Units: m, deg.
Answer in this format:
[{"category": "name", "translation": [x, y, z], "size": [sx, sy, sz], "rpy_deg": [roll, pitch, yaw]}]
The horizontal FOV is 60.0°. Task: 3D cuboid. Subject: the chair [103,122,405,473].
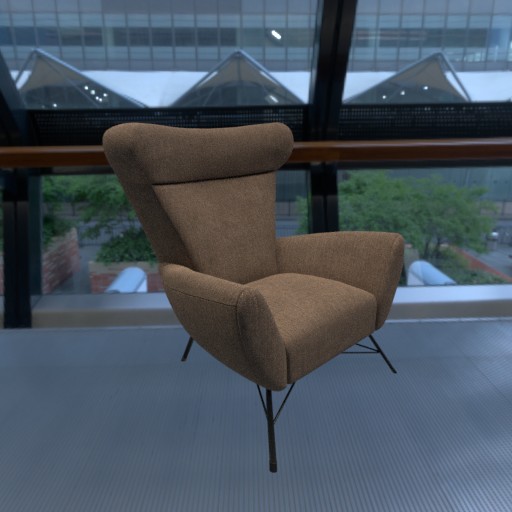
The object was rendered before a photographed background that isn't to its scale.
[{"category": "chair", "translation": [0.000, 0.000, 1.778], "size": [0.900, 1.040, 0.980], "rpy_deg": [14, 21, 41]}]
